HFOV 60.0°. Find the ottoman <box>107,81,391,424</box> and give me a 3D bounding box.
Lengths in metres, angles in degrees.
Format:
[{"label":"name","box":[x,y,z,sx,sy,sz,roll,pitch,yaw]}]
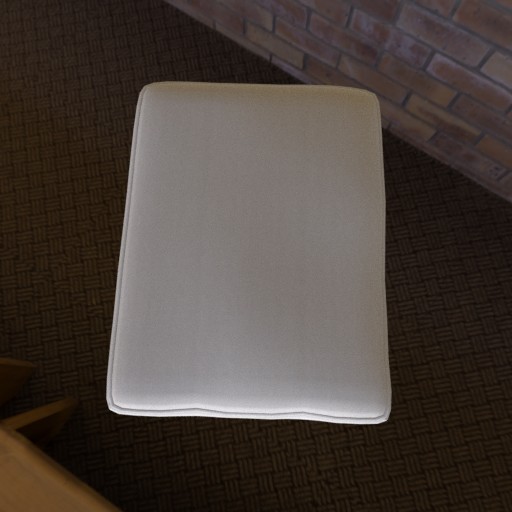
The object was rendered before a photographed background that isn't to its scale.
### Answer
[{"label":"ottoman","box":[0.000,0.000,1.223,0.634,0.496,0.818,2,76,0]}]
